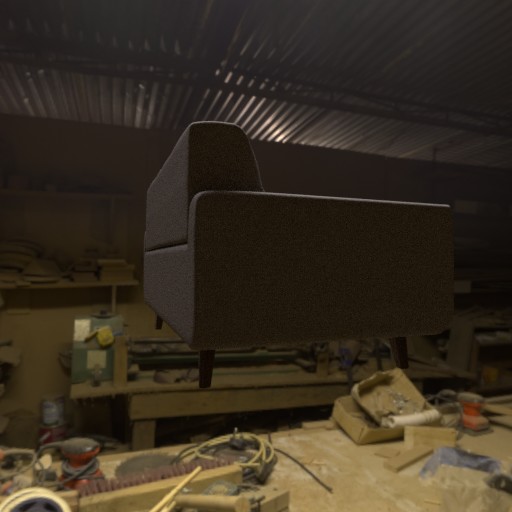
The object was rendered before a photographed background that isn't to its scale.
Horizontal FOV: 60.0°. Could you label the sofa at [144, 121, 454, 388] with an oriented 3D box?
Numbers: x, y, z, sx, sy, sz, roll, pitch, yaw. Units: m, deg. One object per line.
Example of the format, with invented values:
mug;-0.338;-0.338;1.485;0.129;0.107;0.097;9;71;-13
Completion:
sofa;0.000;0.000;2.116;0.909;0.841;1.631;0;-1;-19
